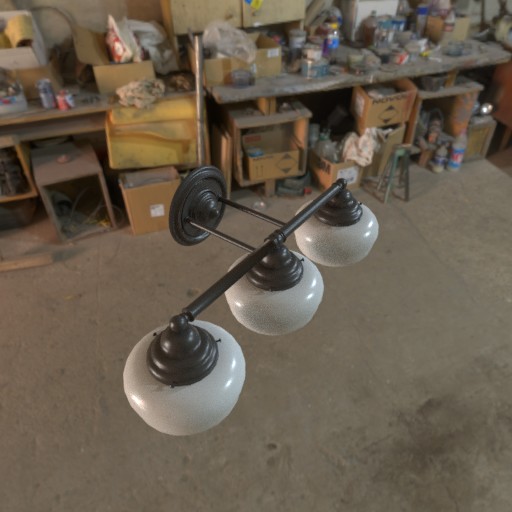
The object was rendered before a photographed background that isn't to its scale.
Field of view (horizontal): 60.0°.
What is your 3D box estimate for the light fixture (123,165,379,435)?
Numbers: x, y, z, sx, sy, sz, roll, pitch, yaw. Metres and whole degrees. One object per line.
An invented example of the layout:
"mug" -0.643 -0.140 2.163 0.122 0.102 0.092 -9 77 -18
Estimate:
"light fixture" 0.000 0.000 0.726 0.239 0.242 0.587 25 46 27
